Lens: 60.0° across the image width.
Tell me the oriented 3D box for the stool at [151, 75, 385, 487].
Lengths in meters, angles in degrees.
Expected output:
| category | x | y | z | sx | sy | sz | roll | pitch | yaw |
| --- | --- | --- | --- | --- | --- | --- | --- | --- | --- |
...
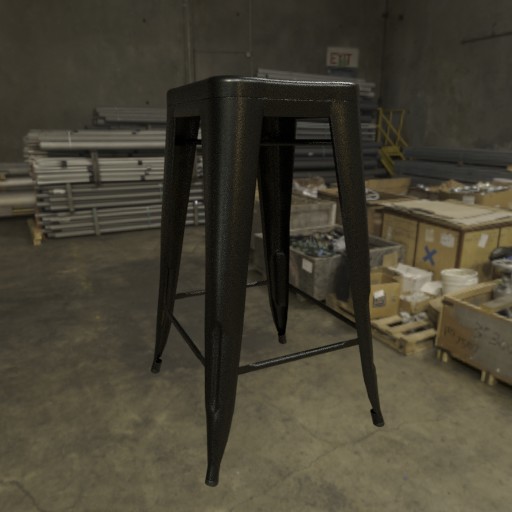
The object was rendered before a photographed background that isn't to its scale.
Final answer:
| category | x | y | z | sx | sy | sz | roll | pitch | yaw |
| --- | --- | --- | --- | --- | --- | --- | --- | --- | --- |
| stool | 0.000 | 0.000 | 0.849 | 0.359 | 0.609 | 0.399 | -8 | 18 | -25 |
